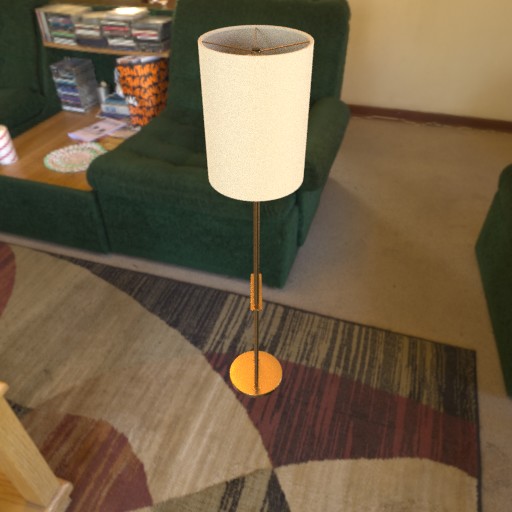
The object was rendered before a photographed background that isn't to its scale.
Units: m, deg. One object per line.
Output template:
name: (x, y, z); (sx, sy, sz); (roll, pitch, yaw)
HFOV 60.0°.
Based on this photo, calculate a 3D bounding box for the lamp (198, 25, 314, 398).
lamp: (0.000, 0.000, 1.655); (0.305, 1.500, 0.306); (0, 40, 0)
